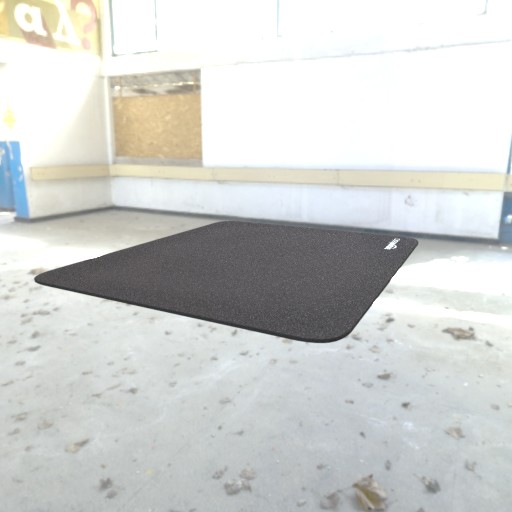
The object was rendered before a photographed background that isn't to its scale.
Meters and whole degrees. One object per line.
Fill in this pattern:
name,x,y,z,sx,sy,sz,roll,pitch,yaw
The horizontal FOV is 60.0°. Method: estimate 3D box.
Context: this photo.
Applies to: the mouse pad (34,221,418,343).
mouse pad,0.000,0.000,0.345,0.211,0.002,0.249,7,16,27
